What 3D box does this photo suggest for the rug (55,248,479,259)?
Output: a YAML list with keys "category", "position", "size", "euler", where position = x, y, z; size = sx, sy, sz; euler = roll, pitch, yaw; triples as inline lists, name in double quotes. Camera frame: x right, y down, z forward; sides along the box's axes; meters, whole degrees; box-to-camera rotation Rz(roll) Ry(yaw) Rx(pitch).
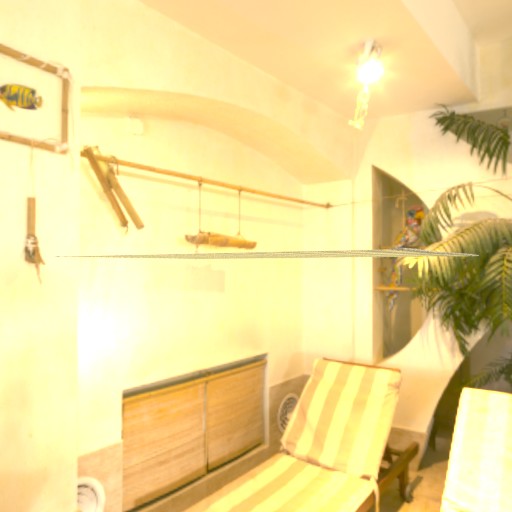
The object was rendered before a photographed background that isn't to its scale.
- category: "rug"
  position: [0.000, 0.000, 2.487]
  size: [2.084, 0.009, 1.222]
  euler: [-1, -1, 36]
